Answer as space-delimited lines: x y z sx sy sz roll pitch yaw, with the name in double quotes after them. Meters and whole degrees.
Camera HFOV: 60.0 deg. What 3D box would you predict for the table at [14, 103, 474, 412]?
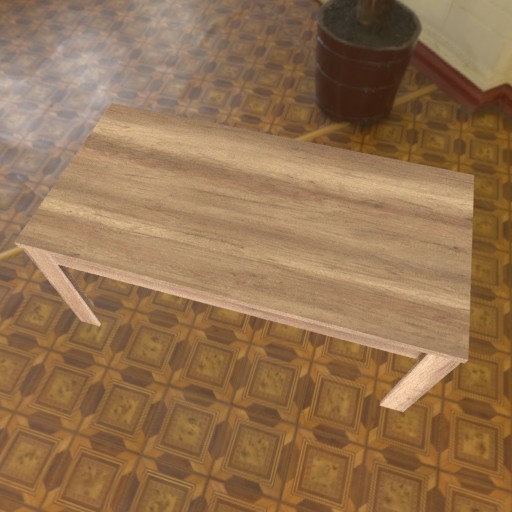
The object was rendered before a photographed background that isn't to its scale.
0.000 0.000 2.244 1.800 0.790 0.900 14 59 9 "table"
